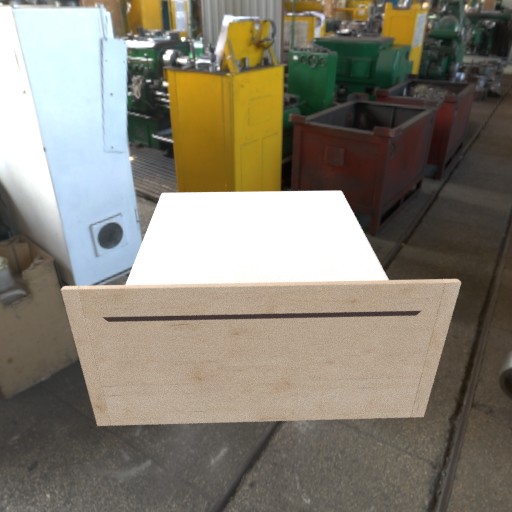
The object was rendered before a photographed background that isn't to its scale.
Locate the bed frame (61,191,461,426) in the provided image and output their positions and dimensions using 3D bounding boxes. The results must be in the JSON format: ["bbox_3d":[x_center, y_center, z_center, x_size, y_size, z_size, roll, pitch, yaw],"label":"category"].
[{"bbox_3d":[0.000,0.000,3.113,1.800,0.900,2.080,-1,30,-2],"label":"bed frame"}]
